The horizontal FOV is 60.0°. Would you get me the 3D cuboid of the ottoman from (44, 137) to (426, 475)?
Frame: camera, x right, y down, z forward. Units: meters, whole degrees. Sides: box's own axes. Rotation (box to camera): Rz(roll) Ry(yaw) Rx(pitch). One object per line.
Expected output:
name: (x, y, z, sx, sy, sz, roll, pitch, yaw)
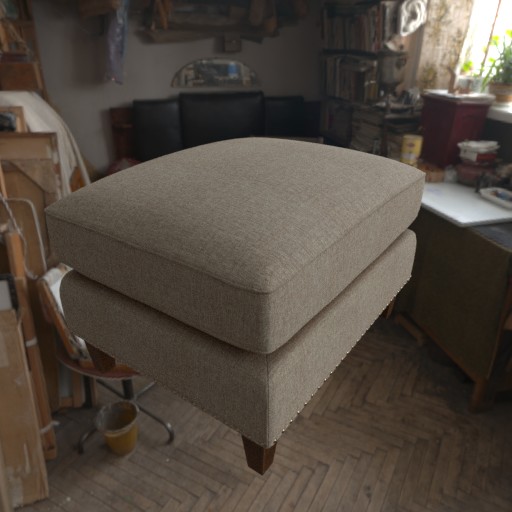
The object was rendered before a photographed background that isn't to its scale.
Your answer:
ottoman: (0.000, 0.000, 1.105, 0.584, 0.513, 0.741, 18, 32, 31)
